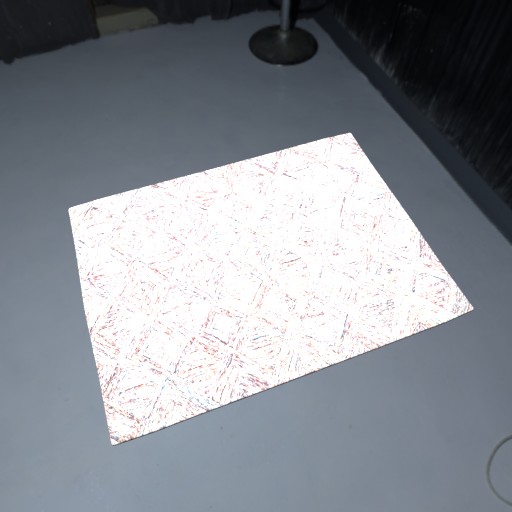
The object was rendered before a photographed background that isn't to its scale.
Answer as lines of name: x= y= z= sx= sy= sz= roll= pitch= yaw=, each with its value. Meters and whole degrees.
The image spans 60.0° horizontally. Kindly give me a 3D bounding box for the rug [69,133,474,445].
rug: x=0.000 y=0.000 z=4.218 sx=3.226 sy=0.024 sz=2.436 roll=-17 pitch=59 yaw=-11
